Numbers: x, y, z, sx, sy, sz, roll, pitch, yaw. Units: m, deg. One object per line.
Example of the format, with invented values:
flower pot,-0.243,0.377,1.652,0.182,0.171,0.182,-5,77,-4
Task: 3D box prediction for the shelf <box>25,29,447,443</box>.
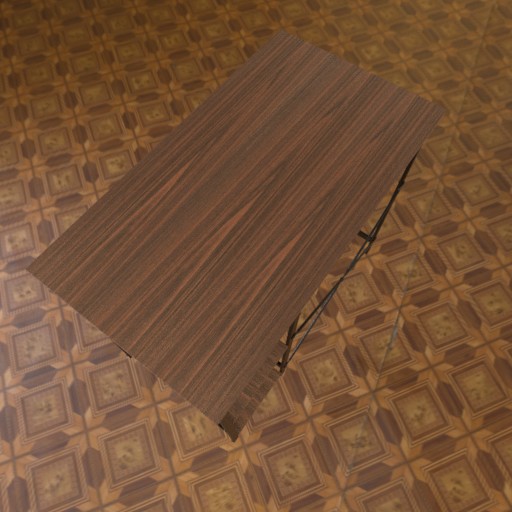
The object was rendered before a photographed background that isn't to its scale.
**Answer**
shelf,0.000,0.000,1.327,0.498,0.750,0.902,34,68,15
